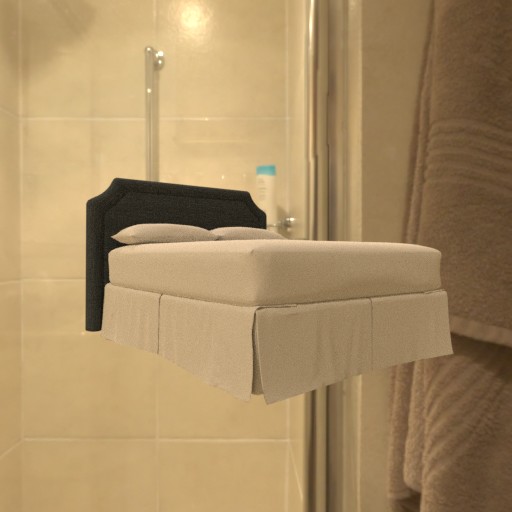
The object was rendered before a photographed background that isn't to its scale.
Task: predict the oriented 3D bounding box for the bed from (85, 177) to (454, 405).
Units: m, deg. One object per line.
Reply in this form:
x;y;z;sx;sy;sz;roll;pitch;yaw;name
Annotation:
0.000;0.000;3.273;1.828;1.297;2.208;0;1;-37;bed
